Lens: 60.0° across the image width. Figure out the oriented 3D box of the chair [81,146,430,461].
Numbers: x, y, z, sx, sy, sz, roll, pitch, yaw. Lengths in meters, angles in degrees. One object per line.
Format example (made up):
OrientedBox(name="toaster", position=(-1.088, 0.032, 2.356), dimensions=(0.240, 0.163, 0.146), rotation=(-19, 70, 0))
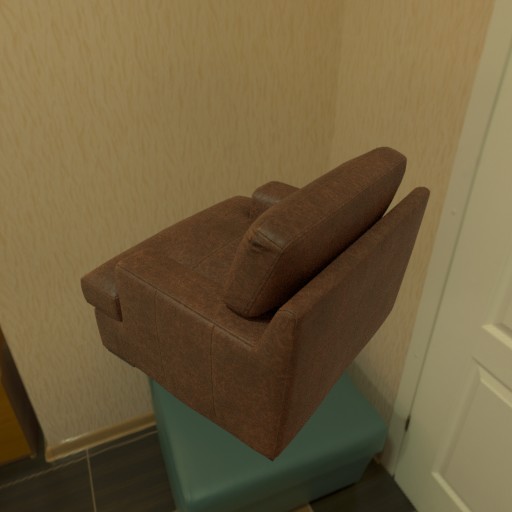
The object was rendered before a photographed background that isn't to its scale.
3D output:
OrientedBox(name="chair", position=(0.000, 0.000, 2.027), dimensions=(1.143, 0.939, 1.168), rotation=(22, 38, 31))
